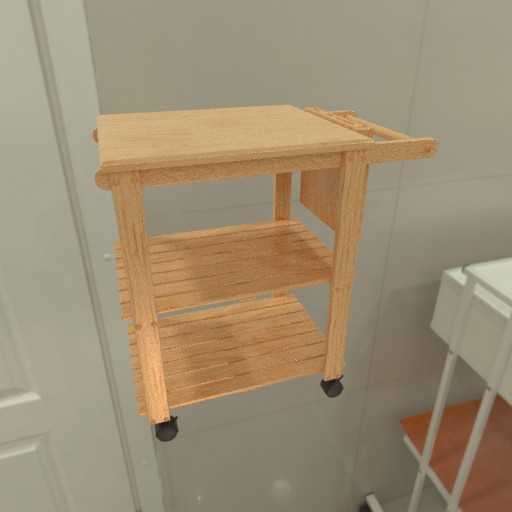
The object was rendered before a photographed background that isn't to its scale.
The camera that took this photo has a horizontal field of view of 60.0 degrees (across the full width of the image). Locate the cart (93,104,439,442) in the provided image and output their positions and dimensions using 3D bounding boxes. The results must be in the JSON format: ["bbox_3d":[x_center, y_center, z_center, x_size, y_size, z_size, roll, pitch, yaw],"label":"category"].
[{"bbox_3d":[0.000,0.000,1.375,0.843,0.816,0.520,-9,29,-16],"label":"cart"}]
